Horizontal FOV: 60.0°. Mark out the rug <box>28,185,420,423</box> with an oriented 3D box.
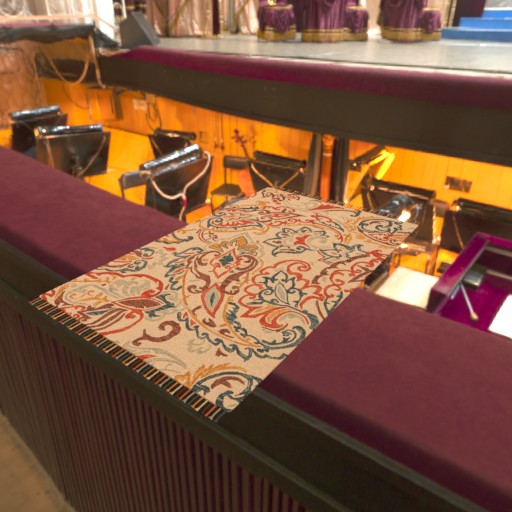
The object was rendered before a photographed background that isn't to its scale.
[{"bbox_3d":[0.000,0.000,3.188,1.523,0.010,2.584,20,34,32],"label":"rug"}]
